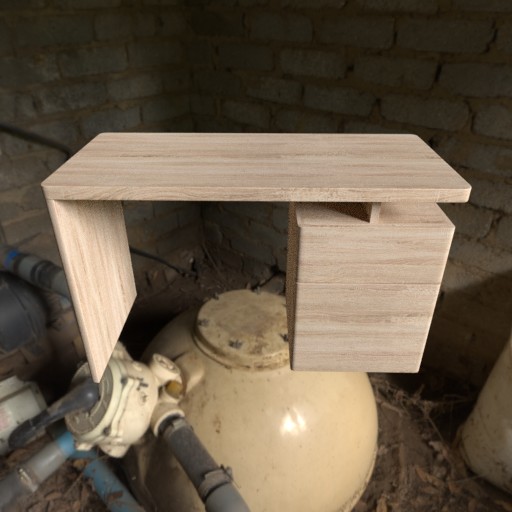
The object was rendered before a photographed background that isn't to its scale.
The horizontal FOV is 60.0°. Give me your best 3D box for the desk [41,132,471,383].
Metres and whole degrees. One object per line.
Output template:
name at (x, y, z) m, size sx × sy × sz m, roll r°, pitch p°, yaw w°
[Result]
desk at (0.000, 0.000, 1.644) m, size 1.200 × 0.760 × 0.550 m, roll 1°, pitch 31°, yaw 1°
